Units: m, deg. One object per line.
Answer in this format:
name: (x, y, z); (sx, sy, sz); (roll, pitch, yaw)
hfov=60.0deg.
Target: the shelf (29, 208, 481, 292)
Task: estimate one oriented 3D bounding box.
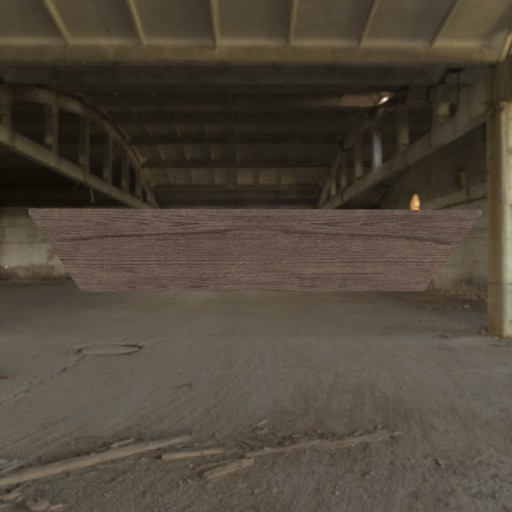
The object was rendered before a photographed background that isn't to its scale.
shelf: (0.000, 0.000, 0.696); (0.610, 0.125, 0.200); (0, 0, -2)
